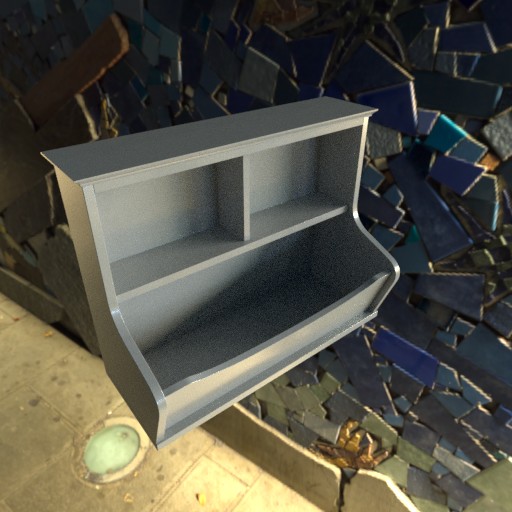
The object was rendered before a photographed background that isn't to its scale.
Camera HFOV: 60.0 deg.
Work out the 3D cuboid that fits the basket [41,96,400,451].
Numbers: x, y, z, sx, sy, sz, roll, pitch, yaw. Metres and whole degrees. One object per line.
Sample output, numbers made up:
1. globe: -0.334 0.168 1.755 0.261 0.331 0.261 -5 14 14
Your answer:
1. basket: 0.000 0.000 1.099 0.780 0.600 0.350 -23 38 -32
